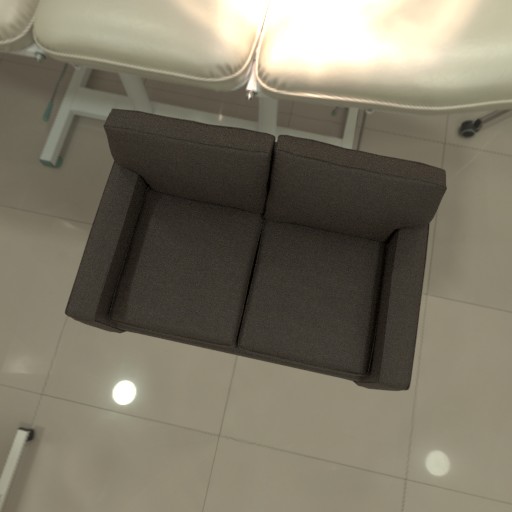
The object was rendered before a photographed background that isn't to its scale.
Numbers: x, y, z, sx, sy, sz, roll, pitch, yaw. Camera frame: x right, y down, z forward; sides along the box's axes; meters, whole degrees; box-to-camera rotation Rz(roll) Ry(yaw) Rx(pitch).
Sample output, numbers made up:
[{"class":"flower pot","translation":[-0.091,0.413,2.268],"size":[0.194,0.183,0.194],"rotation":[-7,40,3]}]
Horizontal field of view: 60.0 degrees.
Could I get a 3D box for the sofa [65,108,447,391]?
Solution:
[{"class":"sofa","translation":[0.000,0.000,2.144],"size":[1.534,0.887,0.974],"rotation":[12,75,3]}]
